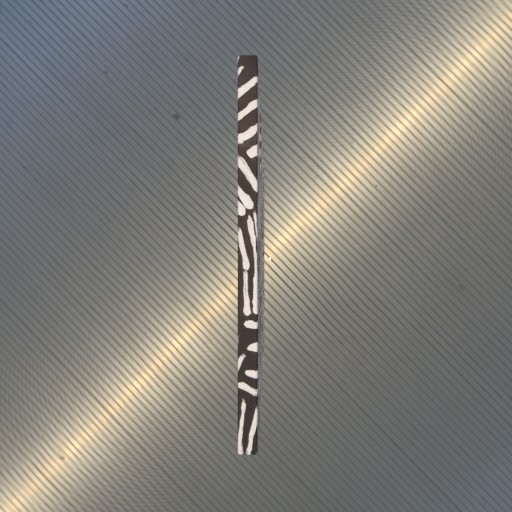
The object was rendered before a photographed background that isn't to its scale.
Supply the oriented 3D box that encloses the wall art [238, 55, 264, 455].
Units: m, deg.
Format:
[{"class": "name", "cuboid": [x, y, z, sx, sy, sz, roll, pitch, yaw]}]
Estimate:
[{"class": "wall art", "cuboid": [0.000, 0.000, 1.353, 0.038, 1.017, 0.765, 0, 90, 2]}]
